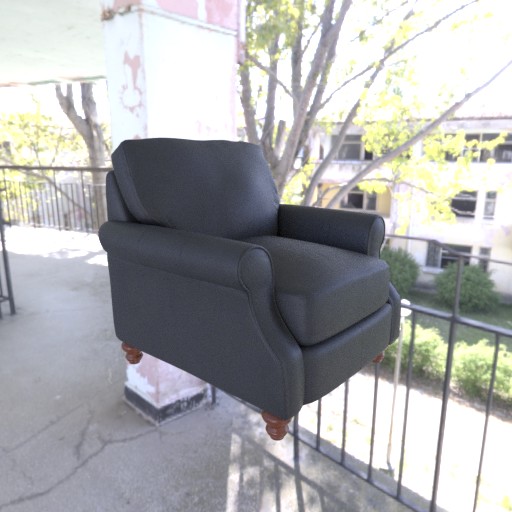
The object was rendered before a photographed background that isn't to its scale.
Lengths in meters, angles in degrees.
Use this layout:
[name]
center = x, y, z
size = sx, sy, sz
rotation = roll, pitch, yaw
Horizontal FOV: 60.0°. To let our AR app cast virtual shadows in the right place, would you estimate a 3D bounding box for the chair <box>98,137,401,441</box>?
[chair]
center = 0.000, 0.000, 1.854
size = 1.015, 0.960, 1.027
rotation = -13, 18, -43
